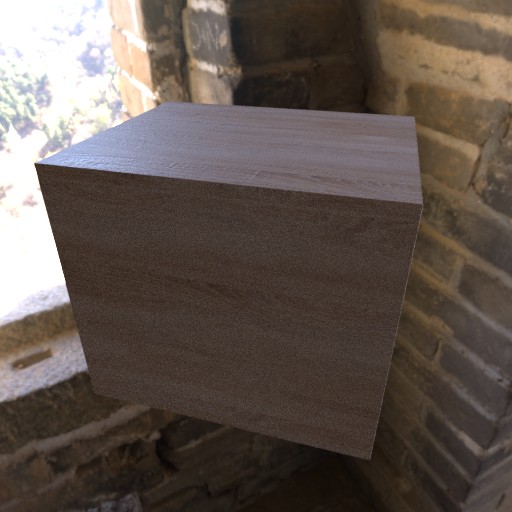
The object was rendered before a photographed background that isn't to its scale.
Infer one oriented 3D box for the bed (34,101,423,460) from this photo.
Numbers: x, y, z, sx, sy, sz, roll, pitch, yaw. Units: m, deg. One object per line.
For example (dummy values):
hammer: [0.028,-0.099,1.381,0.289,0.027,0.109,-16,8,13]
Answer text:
bed: [0.000,0.000,0.767,0.460,0.420,0.401,8,32,14]
